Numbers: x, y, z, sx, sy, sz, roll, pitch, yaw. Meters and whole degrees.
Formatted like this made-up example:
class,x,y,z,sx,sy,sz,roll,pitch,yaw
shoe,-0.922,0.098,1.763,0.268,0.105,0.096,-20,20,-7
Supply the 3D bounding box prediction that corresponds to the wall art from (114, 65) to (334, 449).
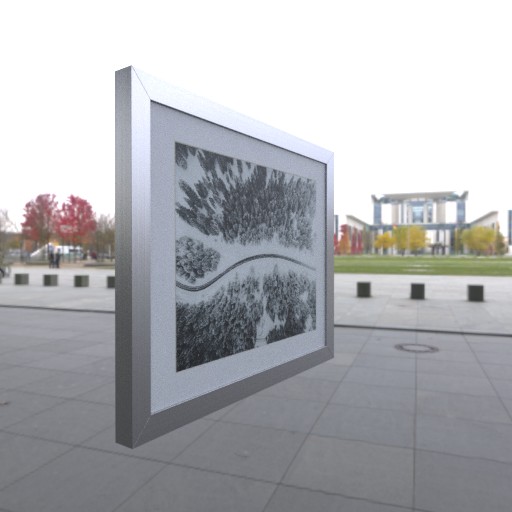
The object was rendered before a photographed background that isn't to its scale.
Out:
class,x,y,z,sx,sy,sz,roll,pitch,yaw
wall art,0.000,0.000,0.762,0.032,0.456,0.557,0,1,35
